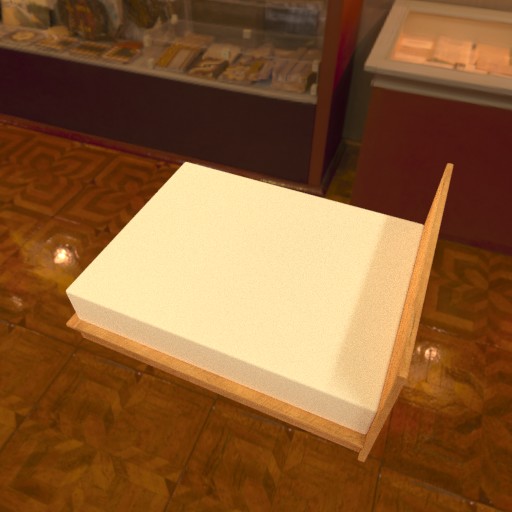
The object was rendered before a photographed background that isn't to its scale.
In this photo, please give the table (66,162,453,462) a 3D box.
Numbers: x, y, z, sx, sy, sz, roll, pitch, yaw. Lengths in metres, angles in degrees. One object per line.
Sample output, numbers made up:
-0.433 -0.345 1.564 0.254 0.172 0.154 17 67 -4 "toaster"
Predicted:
0.000 0.000 3.105 2.149 1.041 1.707 18 49 16 "table"
